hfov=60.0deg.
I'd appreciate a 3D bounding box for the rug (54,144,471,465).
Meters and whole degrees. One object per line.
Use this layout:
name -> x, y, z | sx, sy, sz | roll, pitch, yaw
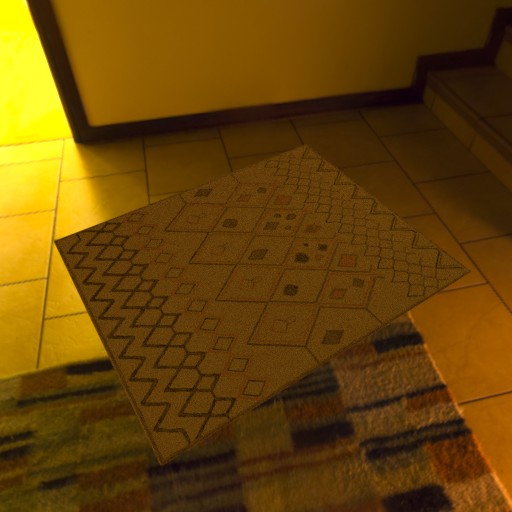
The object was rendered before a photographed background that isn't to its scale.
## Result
rug -> 0.000, 0.000, 4.126 | 3.050, 0.016, 2.441 | -25, 52, -22
